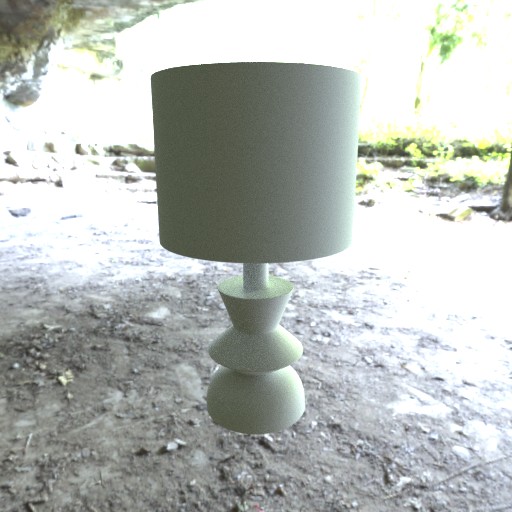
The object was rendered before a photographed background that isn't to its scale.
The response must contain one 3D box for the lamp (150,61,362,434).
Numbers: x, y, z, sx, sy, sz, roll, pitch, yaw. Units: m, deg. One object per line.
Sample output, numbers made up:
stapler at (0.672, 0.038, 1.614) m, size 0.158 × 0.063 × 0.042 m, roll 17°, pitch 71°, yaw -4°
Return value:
lamp at (0.000, 0.000, 0.713) m, size 0.301 × 0.533 × 0.301 m, roll 3°, pitch 15°, yaw 10°
